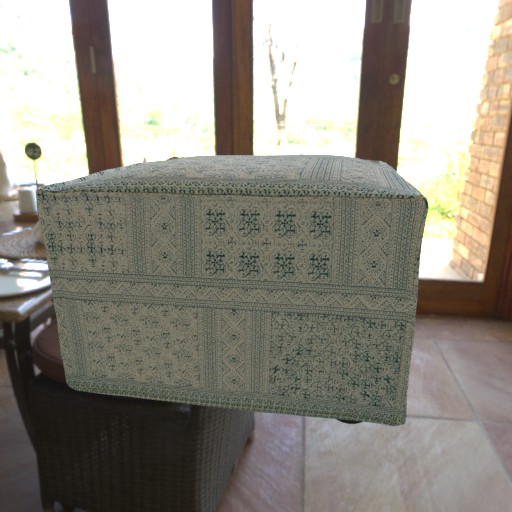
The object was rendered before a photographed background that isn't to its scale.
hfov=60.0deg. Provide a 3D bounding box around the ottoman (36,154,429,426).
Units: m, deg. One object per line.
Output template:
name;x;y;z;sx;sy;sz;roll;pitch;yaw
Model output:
ottoman;0.000;0.000;1.001;0.626;0.439;0.617;3;17;9
